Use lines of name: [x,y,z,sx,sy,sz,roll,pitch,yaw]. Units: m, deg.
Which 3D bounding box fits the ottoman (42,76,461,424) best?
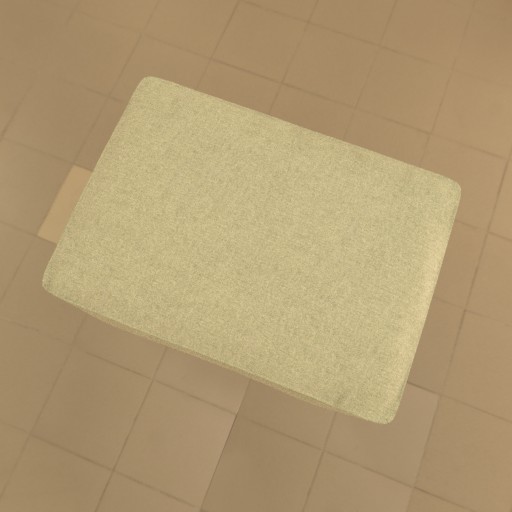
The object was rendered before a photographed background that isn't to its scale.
ottoman: [0.000,0.000,1.209,0.848,0.508,0.611,21,78,5]
